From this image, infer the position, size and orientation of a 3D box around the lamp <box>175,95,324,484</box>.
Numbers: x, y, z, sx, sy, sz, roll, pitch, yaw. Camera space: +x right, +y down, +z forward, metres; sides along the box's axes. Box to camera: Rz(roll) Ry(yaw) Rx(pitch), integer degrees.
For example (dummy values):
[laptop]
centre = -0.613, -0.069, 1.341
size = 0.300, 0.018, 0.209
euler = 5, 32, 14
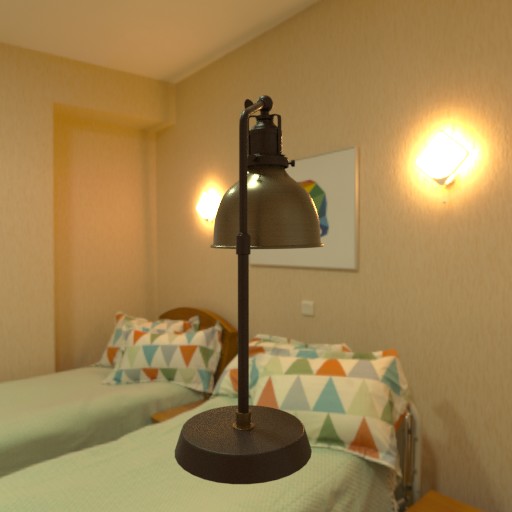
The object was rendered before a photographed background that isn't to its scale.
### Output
[lamp]
centre = 0.000, 0.000, 0.602
size = 0.175, 0.469, 0.298
euler = 0, 1, 17
